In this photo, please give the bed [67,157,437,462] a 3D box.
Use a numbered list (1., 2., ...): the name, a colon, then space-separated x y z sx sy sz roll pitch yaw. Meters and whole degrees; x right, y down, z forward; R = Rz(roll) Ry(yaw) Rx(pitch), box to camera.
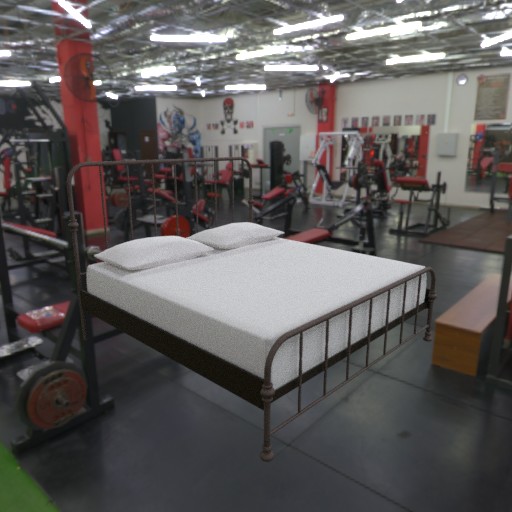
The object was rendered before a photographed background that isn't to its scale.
1. bed: 0.000 0.000 3.509 2.134 1.446 2.044 14 20 42
